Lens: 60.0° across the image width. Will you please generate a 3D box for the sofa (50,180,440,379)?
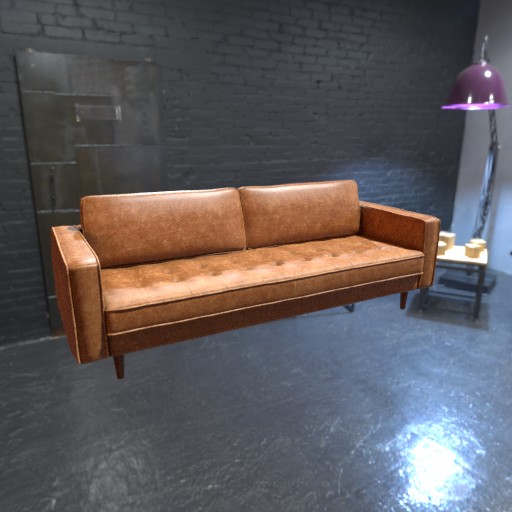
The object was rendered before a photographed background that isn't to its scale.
[{"bbox_3d":[0.000,0.000,2.663,2.199,0.779,0.886,-8,18,-27],"label":"sofa"}]
